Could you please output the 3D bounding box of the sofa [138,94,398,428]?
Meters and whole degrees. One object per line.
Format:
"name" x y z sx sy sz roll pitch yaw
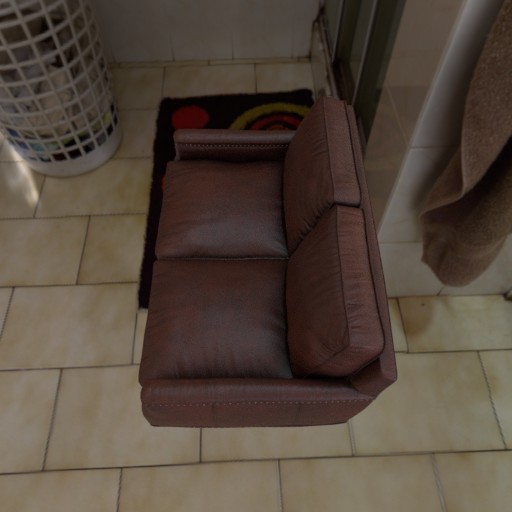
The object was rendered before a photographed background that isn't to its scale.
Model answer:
"sofa" 0.000 0.000 2.333 1.083 1.003 1.628 0 59 0
